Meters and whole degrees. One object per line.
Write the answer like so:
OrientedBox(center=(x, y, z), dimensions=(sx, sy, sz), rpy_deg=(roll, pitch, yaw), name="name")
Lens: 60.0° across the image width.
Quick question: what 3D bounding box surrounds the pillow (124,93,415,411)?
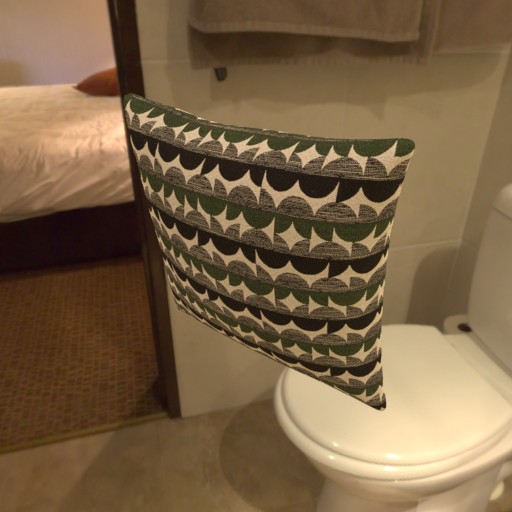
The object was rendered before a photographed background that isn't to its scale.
OrientedBox(center=(0.000, 0.000, 0.627), dimensions=(0.419, 0.404, 0.180), rpy_deg=(20, 35, 32), name="pillow")
